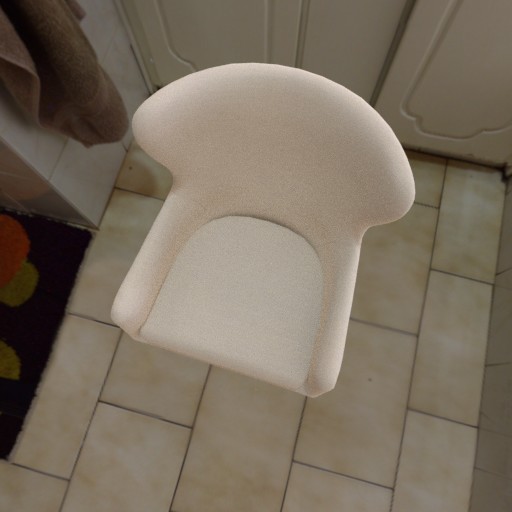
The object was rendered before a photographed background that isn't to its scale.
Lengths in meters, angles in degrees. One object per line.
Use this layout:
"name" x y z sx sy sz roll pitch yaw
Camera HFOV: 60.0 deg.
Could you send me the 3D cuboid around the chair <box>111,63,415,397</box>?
"chair" 0.000 0.000 1.459 0.696 0.990 0.744 17 74 5
